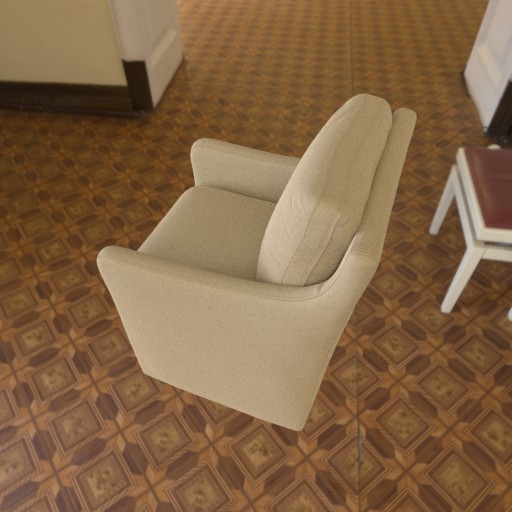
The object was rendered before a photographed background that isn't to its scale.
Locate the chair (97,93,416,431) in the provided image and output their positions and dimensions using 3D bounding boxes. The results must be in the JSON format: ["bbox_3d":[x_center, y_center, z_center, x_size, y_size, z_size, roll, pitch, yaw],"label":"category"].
[{"bbox_3d":[0.000,0.000,1.354,0.694,0.914,0.626,16,49,14],"label":"chair"}]
